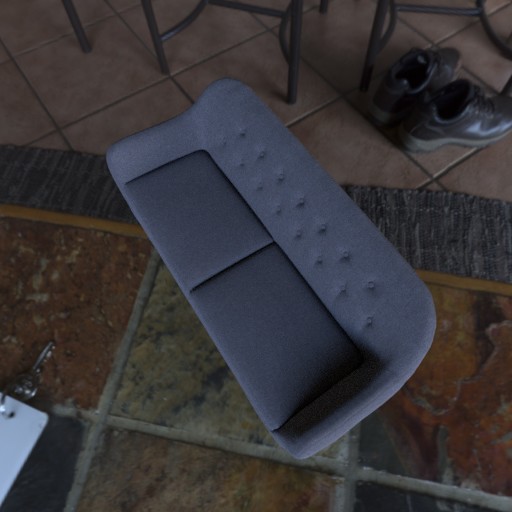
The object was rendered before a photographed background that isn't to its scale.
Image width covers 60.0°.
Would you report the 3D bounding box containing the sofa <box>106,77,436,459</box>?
[{"bbox_3d":[0.000,0.000,2.283,0.820,0.820,1.840,-30,67,-14],"label":"sofa"}]
